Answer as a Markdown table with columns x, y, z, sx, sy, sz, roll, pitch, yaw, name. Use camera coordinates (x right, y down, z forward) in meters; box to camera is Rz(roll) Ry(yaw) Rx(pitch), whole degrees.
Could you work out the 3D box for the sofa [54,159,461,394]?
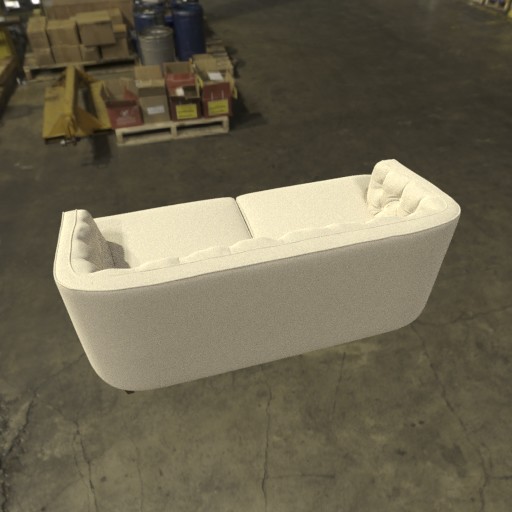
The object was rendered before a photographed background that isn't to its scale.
| x | y | z | sx | sy | sz | roll | pitch | yaw | name |
| --- | --- | --- | --- | --- | --- | --- | --- | --- | --- |
| 0.000 | 0.000 | 2.231 | 1.733 | 0.855 | 0.941 | -11 | 44 | -12 | sofa |
